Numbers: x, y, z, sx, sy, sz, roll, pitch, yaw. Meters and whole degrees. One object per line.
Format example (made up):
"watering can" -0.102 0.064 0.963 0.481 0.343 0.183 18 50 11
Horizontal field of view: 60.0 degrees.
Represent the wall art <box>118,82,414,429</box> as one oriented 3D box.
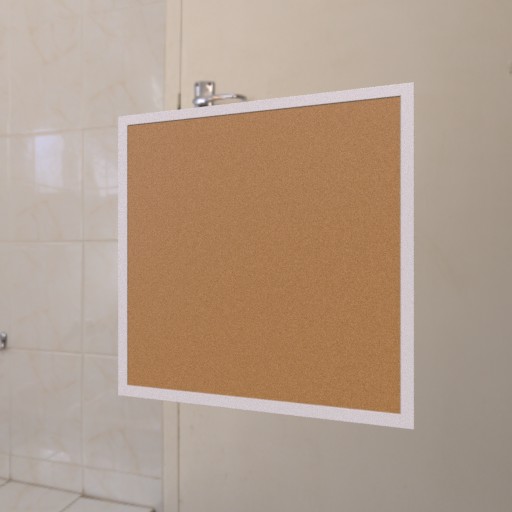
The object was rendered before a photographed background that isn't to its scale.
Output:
"wall art" 0.000 0.000 0.454 0.305 0.305 0.038 0 0 18
